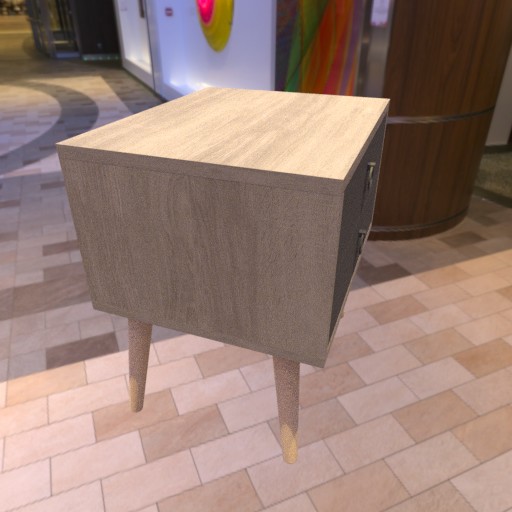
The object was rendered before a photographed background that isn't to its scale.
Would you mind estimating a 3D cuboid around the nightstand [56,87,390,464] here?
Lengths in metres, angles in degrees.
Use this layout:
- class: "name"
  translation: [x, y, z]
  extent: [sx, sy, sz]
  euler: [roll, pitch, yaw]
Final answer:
- class: "nightstand"
  translation: [0.000, 0.000, 0.818]
  extent: [0.380, 0.500, 0.450]
  euler: [11, 32, 18]
